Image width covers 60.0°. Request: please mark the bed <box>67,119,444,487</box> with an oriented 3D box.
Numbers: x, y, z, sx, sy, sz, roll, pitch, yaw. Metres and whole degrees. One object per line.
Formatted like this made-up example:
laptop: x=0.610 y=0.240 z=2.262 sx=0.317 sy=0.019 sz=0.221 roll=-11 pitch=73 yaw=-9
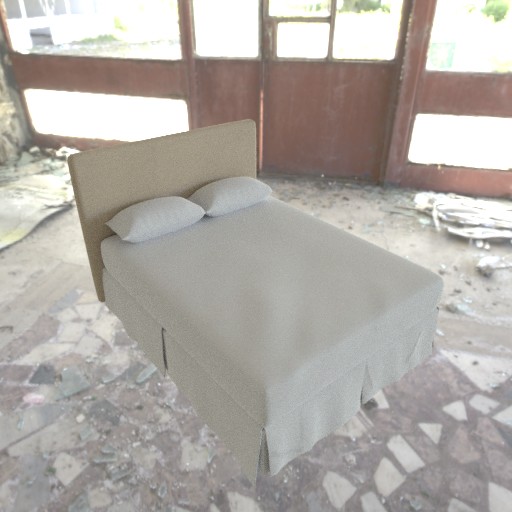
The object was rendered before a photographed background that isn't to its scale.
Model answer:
bed: x=0.000 y=0.000 z=3.168 sx=1.723 sy=1.330 sz=2.142 roll=-23 pitch=37 yaw=-33
